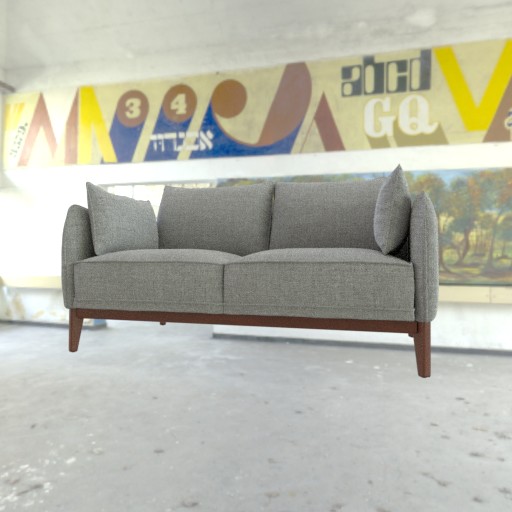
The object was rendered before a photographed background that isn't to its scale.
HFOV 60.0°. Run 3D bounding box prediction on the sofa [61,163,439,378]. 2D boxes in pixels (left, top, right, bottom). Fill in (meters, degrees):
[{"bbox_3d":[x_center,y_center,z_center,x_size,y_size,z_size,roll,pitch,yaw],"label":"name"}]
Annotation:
[{"bbox_3d":[0.000,0.000,2.126,1.580,0.851,0.972,0,0,17],"label":"sofa"}]
